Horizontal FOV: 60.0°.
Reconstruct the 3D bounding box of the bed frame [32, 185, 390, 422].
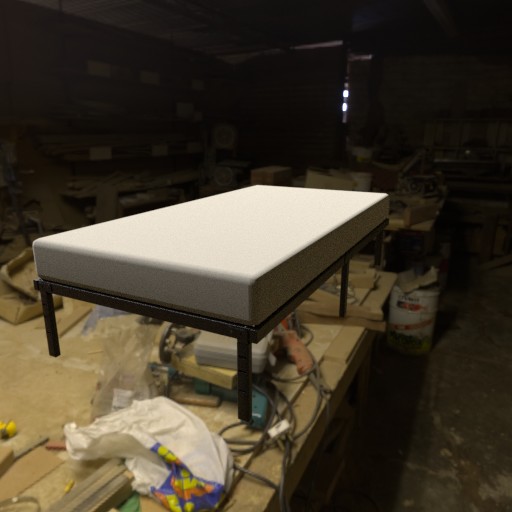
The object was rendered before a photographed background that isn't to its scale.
[{"bbox_3d":[0.000,0.000,3.261,1.393,0.680,2.635,8,18,26],"label":"bed frame"}]
